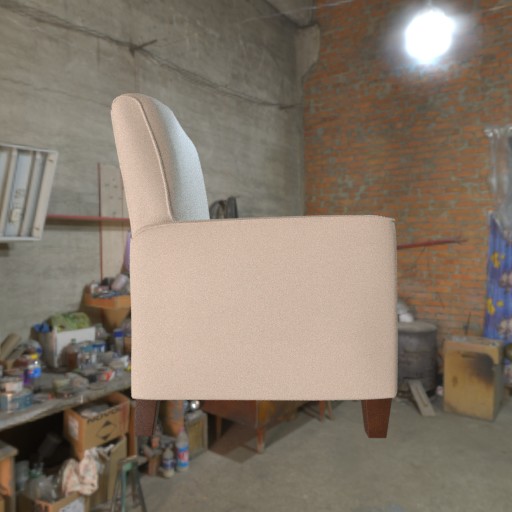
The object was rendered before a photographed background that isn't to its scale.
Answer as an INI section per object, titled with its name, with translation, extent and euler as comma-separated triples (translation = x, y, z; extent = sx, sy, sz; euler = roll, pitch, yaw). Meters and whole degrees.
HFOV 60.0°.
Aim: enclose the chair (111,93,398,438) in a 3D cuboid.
[chair]
translation = 0.000, 0.000, 1.629
extent = 0.858, 1.028, 0.841
euler = 0, 0, 1
